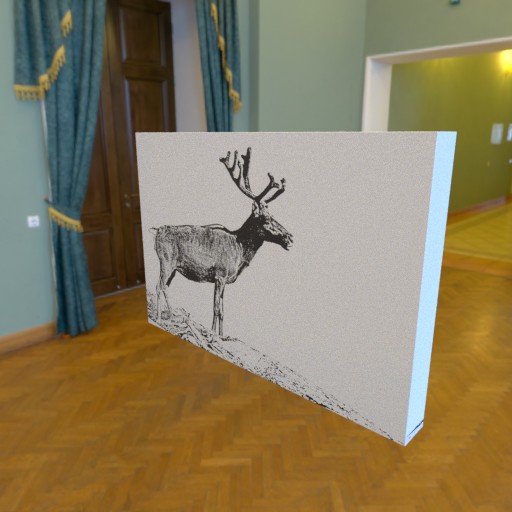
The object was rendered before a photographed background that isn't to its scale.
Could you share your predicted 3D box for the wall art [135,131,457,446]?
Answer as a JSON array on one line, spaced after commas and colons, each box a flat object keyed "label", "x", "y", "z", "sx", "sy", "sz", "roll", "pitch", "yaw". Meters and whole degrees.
[{"label": "wall art", "x": 0.000, "y": 0.000, "z": 0.482, "sx": 0.381, "sy": 0.259, "sz": 0.038, "roll": 14, "pitch": 21, "yaw": 41}]
